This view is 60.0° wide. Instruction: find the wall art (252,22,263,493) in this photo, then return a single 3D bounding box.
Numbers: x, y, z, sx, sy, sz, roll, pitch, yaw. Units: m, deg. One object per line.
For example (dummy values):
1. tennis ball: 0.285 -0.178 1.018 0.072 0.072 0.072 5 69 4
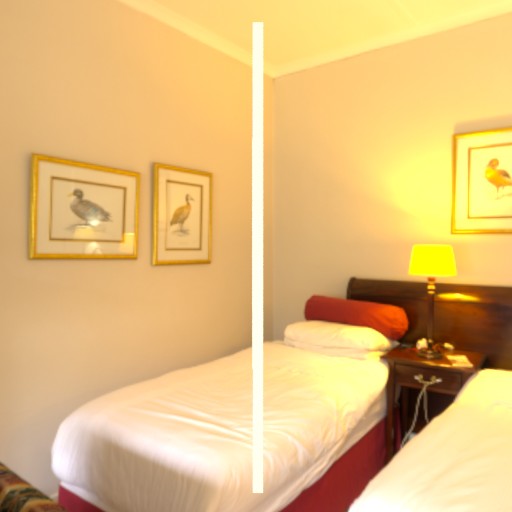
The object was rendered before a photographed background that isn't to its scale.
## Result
1. wall art: 0.000 0.000 0.764 0.012 0.557 0.482 0 1 -1
